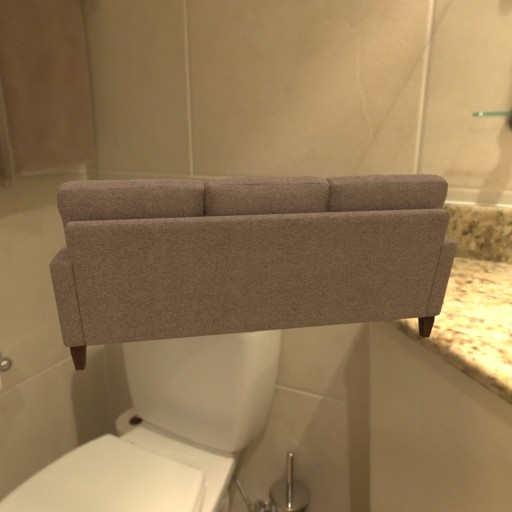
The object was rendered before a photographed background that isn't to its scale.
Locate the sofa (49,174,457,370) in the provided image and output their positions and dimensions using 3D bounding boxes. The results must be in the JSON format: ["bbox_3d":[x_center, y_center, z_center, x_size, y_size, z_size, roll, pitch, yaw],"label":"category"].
[{"bbox_3d":[0.000,0.000,2.654,2.115,0.984,0.888,-3,16,-11],"label":"sofa"}]
